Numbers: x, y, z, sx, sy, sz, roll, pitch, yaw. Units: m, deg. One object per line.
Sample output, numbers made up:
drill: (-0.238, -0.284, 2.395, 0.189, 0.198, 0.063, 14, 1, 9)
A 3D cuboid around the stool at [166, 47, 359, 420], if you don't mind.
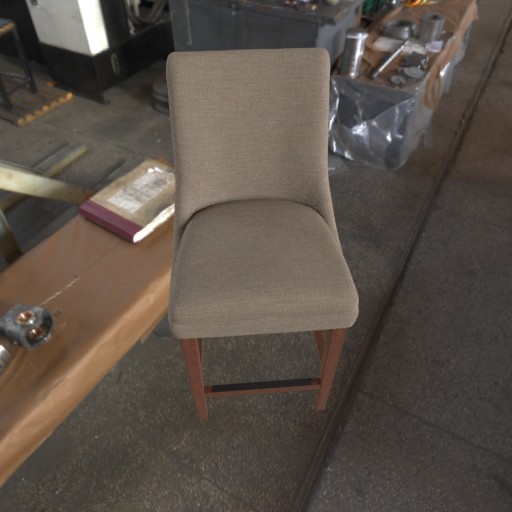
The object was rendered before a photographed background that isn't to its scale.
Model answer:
stool: (0.000, 0.000, 1.296, 0.470, 0.981, 0.577, -3, 45, -3)
